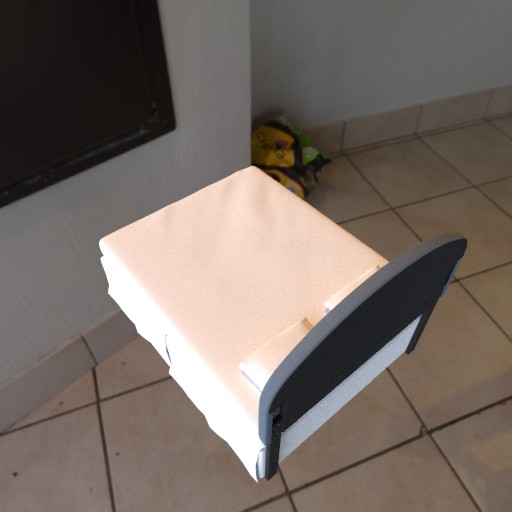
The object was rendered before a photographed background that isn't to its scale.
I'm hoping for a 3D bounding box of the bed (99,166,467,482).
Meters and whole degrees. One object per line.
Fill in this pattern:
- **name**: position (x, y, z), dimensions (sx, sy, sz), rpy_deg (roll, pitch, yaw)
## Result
- **bed**: position (0.000, 0.000, 3.027), dimensions (1.607, 1.410, 2.005), rpy_deg (-31, 54, -26)
